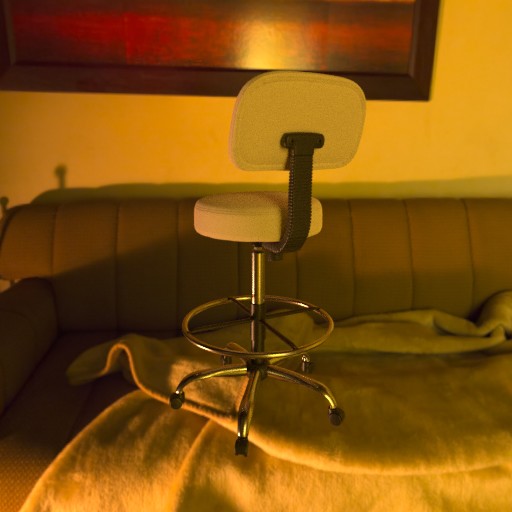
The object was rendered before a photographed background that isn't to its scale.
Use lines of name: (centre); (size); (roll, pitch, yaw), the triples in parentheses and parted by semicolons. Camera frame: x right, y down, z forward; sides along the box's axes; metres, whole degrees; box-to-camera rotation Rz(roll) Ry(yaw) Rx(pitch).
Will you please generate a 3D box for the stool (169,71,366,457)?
stool: (0.000, 0.000, 1.494); (0.609, 1.080, 0.616); (-7, 16, -25)
